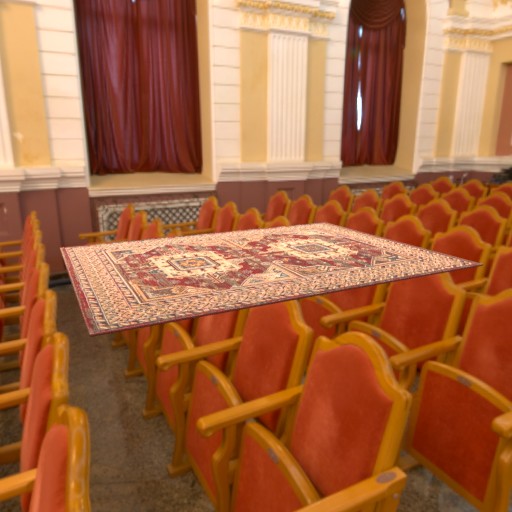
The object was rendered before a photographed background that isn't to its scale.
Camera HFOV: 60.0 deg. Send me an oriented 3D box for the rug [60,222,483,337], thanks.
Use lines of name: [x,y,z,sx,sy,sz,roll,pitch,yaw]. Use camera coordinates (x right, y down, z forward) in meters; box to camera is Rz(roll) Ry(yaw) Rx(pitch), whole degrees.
rug: [0.000,0.000,2.837,2.210,0.011,1.599,-7,16,-26]
